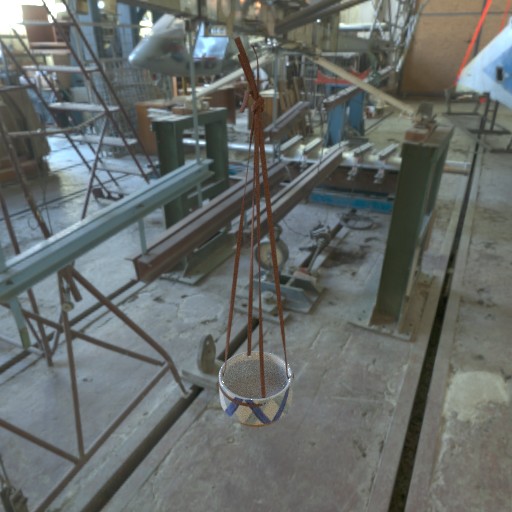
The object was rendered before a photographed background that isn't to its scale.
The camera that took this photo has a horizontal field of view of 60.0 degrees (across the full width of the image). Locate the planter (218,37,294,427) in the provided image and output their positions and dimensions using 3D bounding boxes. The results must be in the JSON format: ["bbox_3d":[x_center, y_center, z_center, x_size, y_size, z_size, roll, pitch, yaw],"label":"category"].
[{"bbox_3d":[0.000,0.000,0.847,0.166,0.751,0.166,-9,27,-17],"label":"planter"}]
